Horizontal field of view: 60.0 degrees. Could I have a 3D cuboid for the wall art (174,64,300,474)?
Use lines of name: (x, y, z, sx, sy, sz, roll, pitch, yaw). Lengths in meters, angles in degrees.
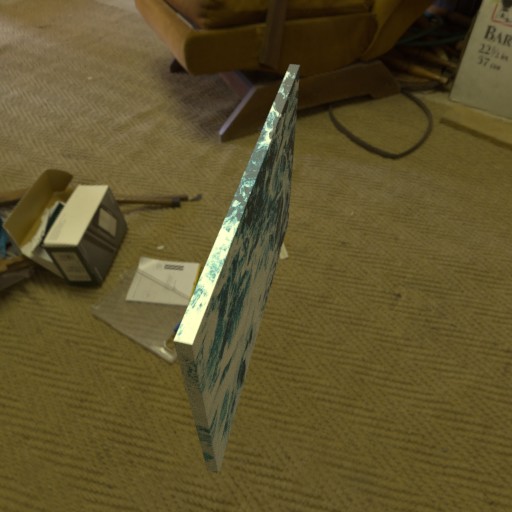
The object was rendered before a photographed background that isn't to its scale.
wall art: (0.000, 0.000, 1.936, 0.055, 1.017, 1.524, 10, 49, 9)
